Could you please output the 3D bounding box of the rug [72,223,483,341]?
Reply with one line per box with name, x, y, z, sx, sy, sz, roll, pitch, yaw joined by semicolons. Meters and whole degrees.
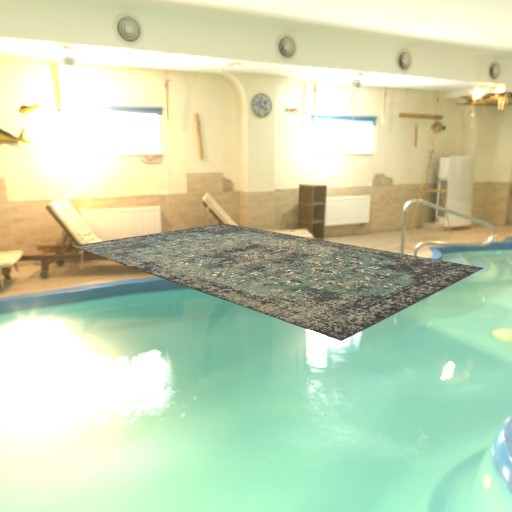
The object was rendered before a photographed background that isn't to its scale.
rug;0.000;0.000;3.041;1.525;0.007;2.440;-13;18;-43
